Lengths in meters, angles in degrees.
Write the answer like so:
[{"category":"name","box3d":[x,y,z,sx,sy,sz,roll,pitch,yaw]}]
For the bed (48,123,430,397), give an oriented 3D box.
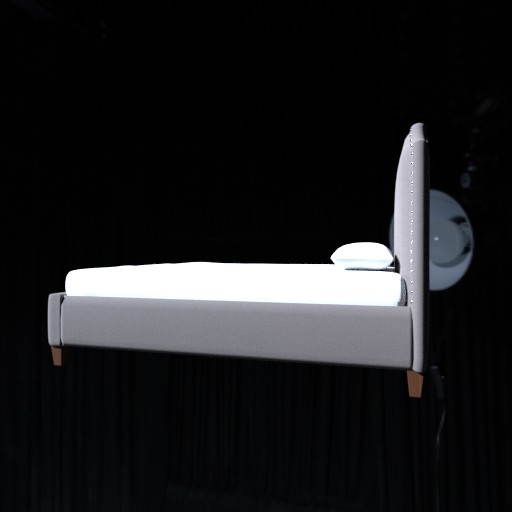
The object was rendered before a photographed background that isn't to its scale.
[{"category":"bed","box3d":[0.000,0.000,3.379,2.372,1.443,1.713,0,0,17]}]
